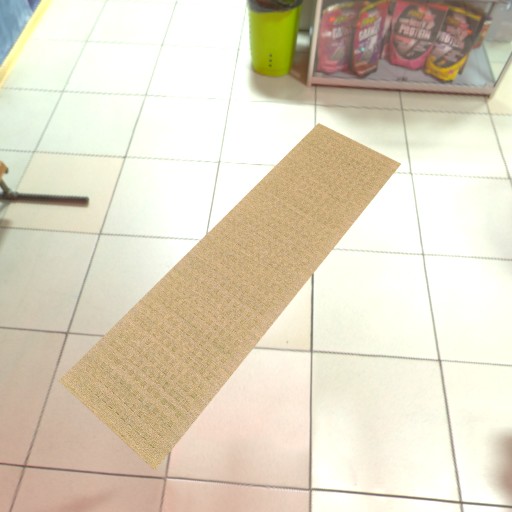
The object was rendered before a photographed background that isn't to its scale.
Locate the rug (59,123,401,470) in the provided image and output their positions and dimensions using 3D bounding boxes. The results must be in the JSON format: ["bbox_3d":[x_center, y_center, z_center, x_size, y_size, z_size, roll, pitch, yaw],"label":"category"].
[{"bbox_3d":[0.000,0.000,2.683,0.686,0.006,2.437,33,63,19],"label":"rug"}]
